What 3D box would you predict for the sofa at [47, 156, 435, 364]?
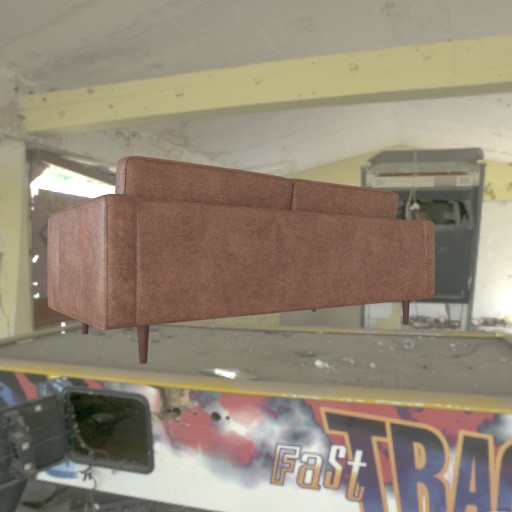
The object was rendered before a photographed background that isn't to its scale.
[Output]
[{"bbox_3d":[0.000,0.000,2.314,1.870,0.760,0.910,0,0,-36],"label":"sofa"}]
